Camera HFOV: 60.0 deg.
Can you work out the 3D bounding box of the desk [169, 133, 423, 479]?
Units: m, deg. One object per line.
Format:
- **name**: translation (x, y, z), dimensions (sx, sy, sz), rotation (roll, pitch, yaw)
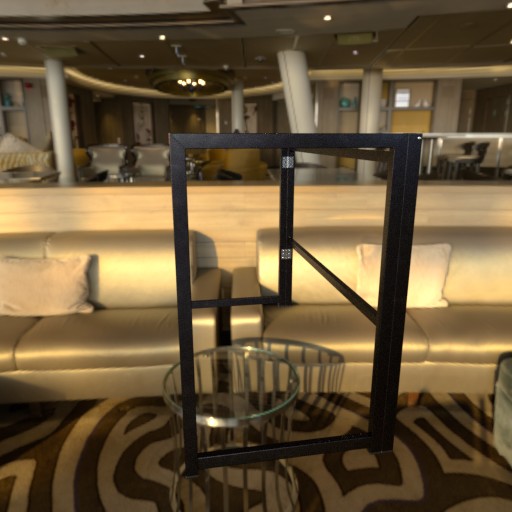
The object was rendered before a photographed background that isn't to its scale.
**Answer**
- **desk**: translation (0.000, 0.000, 1.436), dimensions (0.508, 0.762, 1.016), rotation (-3, 15, -10)
